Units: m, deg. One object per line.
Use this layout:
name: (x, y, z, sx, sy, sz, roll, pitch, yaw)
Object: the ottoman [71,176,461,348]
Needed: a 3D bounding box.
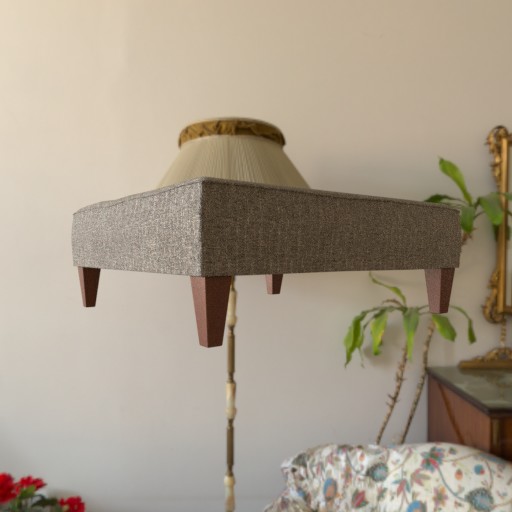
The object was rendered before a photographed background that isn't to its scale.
ottoman: (0.000, 0.000, 1.563, 1.016, 0.379, 0.981, 0, 0, -37)
